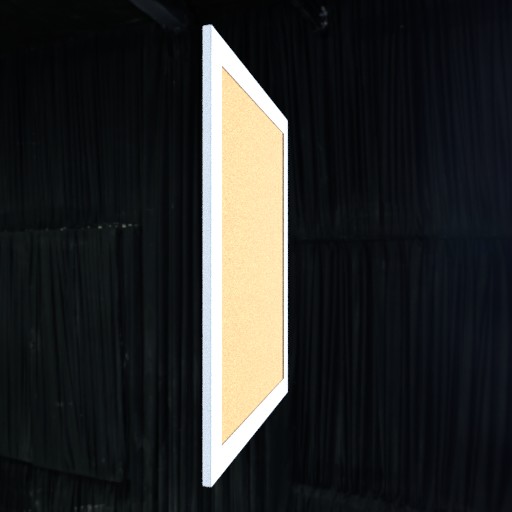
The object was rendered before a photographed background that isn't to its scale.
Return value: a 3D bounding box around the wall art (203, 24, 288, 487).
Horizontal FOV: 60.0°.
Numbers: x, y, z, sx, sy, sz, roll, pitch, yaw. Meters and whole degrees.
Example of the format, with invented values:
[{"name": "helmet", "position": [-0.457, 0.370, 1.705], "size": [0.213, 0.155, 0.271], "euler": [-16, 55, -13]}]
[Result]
[{"name": "wall art", "position": [0.000, 0.000, 0.685], "size": [0.012, 0.529, 0.374], "euler": [0, 0, 17]}]
